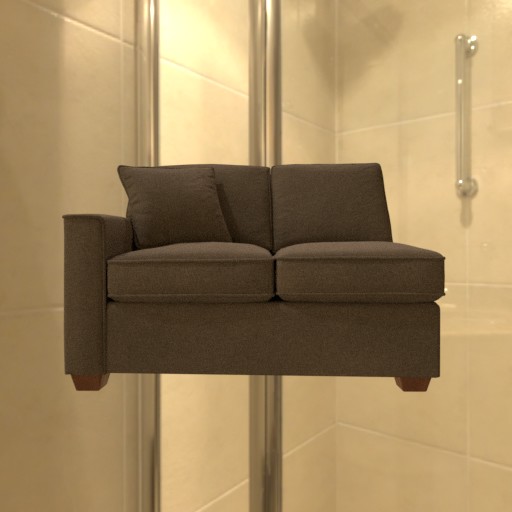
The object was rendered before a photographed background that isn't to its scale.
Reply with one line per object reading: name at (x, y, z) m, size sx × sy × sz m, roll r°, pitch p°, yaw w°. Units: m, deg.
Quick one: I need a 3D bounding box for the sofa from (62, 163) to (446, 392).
sofa at (0.000, 0.000, 2.046) m, size 1.388 × 0.989 × 0.991 m, roll 0°, pitch 0°, yaw 1°
